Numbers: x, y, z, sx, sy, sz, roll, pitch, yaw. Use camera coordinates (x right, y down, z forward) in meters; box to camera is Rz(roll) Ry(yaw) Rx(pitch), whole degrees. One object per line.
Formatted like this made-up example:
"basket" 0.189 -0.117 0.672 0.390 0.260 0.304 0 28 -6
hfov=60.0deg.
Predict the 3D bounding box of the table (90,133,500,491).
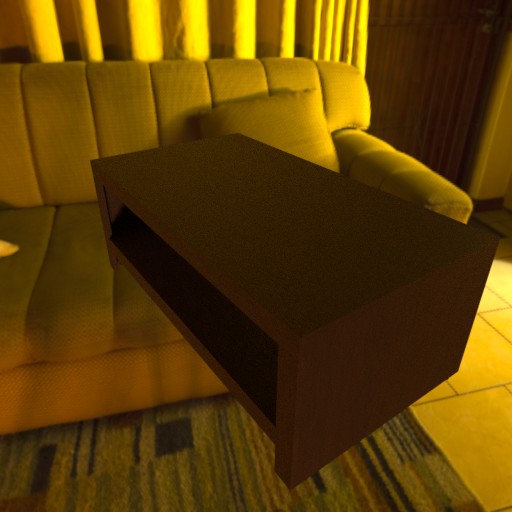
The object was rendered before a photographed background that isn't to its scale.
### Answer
"table" 0.000 0.000 1.362 0.597 0.424 1.099 -20 36 -30
